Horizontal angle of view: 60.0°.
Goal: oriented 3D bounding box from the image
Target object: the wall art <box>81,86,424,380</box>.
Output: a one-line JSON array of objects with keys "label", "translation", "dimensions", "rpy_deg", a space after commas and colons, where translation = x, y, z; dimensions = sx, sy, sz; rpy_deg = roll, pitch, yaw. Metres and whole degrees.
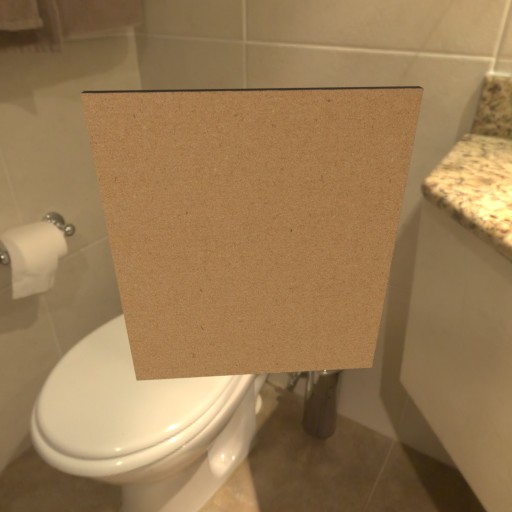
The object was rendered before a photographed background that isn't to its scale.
[{"label": "wall art", "translation": [0.000, 0.000, 1.207], "dimensions": [0.755, 0.863, 0.028], "rpy_deg": [-2, 31, -4]}]
